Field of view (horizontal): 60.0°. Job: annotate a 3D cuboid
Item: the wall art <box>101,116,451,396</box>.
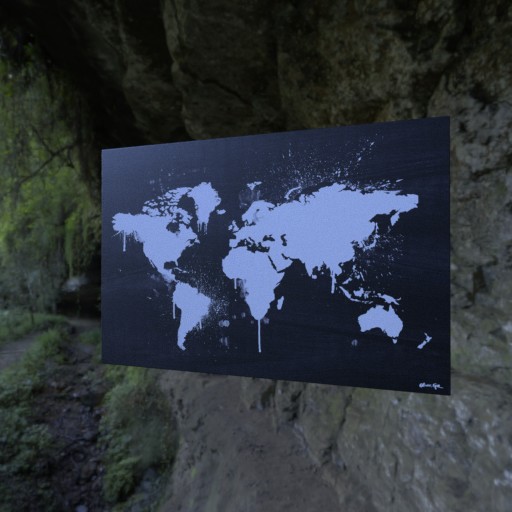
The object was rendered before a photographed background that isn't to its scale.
[{"bbox_3d":[0.000,0.000,0.760,0.610,0.409,0.038,0,0,19],"label":"wall art"}]
